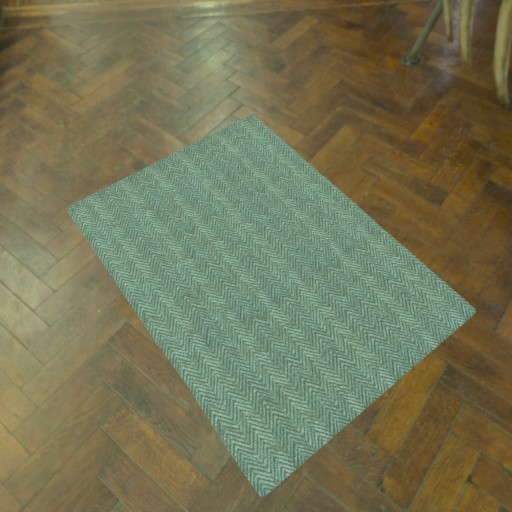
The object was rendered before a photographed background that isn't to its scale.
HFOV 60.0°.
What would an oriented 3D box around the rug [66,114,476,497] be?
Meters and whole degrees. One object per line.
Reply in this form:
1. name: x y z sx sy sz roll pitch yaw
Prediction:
1. rug: 0.000 0.000 5.076 2.894 0.011 3.957 -33 63 -19
